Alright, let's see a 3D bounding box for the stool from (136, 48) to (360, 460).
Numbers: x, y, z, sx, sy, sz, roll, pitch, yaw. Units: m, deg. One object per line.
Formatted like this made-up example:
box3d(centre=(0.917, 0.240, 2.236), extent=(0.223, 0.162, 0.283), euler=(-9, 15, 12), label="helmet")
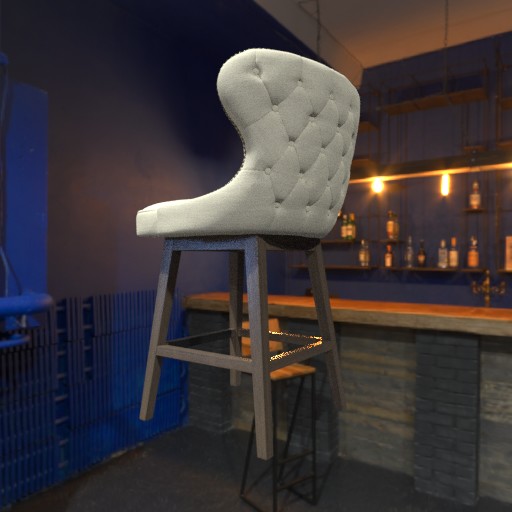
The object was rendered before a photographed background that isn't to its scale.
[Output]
box3d(centre=(0.000, 0.000, 1.347), extent=(0.597, 0.972, 0.615), euler=(0, 0, 36), label="stool")
